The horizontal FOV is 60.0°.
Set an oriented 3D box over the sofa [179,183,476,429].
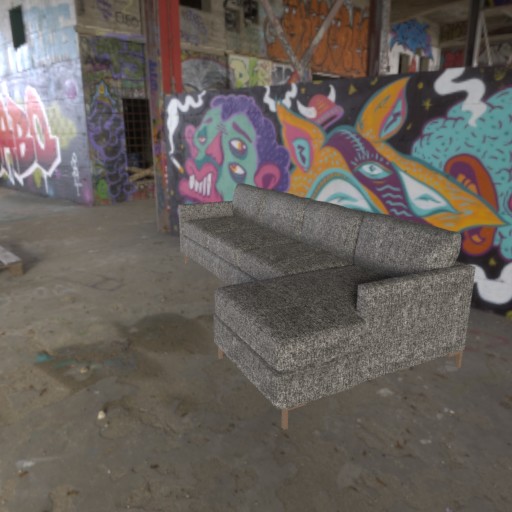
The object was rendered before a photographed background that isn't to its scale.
[{"bbox_3d":[0.000,0.000,4.009,1.488,0.970,3.384,-8,17,-26],"label":"sofa"}]
